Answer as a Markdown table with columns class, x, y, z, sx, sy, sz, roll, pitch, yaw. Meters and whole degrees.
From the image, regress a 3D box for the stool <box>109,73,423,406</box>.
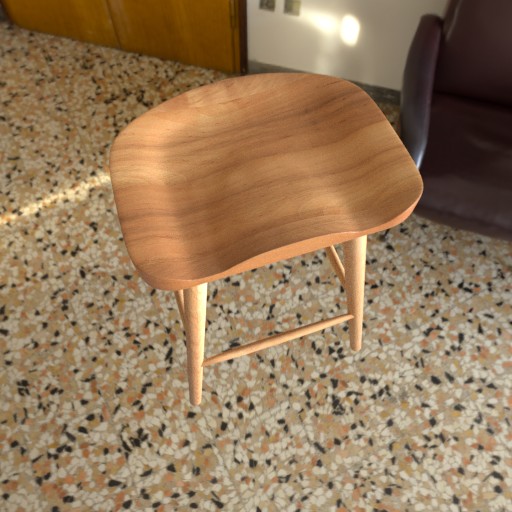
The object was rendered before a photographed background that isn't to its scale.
| class | x | y | z | sx | sy | sz | roll | pitch | yaw |
| --- | --- | --- | --- | --- | --- | --- | --- | --- | --- |
| stool | 0.000 | 0.000 | 0.883 | 0.440 | 0.615 | 0.361 | -16 | 63 | -9 |
